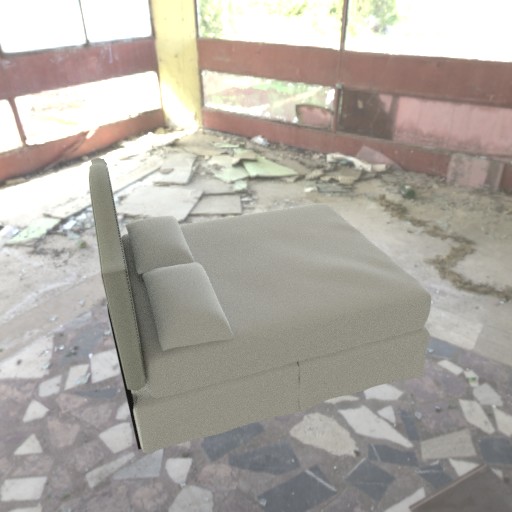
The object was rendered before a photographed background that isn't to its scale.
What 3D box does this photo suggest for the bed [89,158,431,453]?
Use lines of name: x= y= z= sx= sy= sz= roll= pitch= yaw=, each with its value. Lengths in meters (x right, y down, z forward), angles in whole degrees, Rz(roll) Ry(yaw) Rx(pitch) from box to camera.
bed: x=0.000 y=0.000 z=3.406 sx=2.180 sy=1.607 sz=1.813 roll=-10 pitch=33 yaw=-16
